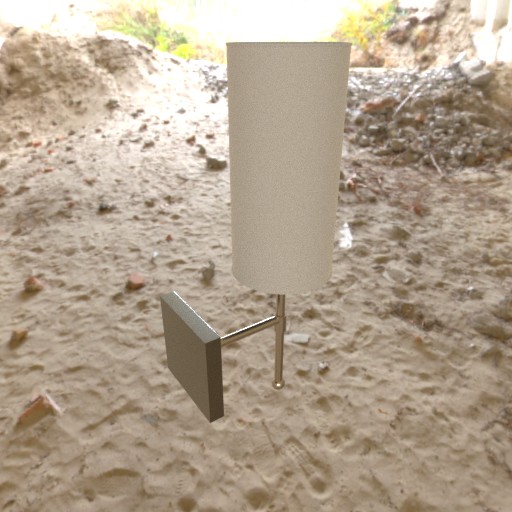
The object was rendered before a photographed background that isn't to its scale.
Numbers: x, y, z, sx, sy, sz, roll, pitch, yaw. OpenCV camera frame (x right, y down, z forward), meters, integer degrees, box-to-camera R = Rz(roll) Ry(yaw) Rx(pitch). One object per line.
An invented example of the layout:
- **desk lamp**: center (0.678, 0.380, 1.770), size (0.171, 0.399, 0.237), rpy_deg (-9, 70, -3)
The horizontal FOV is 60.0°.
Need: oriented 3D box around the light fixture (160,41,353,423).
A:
- **light fixture**: center (0.000, 0.000, 0.533), size (0.208, 0.462, 0.128), rpy_deg (-17, 32, -31)
